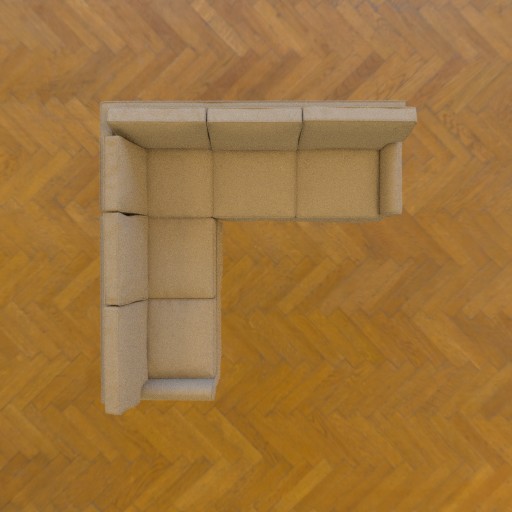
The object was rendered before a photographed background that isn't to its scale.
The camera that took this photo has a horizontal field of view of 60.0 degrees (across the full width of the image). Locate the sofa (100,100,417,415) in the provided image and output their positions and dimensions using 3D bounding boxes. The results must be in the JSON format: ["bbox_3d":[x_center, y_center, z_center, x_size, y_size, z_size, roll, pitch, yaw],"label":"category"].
[{"bbox_3d":[0.000,0.000,4.203,2.733,1.124,2.730,0,91,0],"label":"sofa"}]
